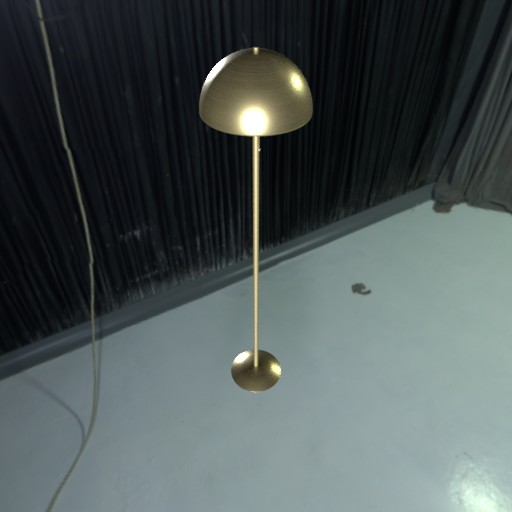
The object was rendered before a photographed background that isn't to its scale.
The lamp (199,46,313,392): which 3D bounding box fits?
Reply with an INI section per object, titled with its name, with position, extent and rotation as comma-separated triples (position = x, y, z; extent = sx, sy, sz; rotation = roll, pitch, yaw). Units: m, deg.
[lamp]
position = 0.000, 0.000, 1.666
extent = 0.328, 1.480, 0.328
rotation = -26, 48, -26
